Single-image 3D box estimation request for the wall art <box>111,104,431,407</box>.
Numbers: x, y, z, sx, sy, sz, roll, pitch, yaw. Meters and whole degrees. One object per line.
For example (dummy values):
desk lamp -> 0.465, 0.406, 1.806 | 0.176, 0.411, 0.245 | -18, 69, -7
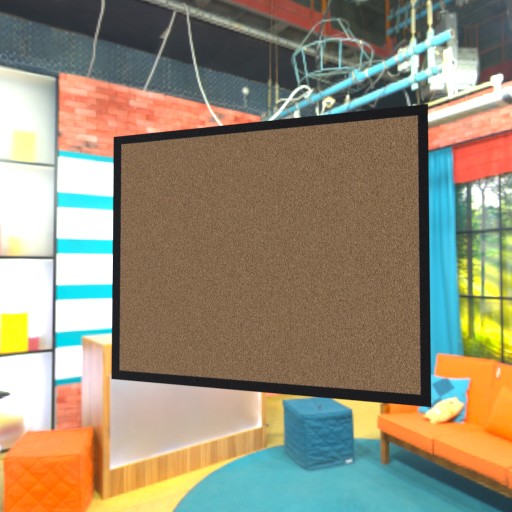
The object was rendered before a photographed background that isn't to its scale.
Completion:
wall art -> 0.000, 0.000, 0.761 | 0.554, 0.454, 0.030 | -1, -2, 18
